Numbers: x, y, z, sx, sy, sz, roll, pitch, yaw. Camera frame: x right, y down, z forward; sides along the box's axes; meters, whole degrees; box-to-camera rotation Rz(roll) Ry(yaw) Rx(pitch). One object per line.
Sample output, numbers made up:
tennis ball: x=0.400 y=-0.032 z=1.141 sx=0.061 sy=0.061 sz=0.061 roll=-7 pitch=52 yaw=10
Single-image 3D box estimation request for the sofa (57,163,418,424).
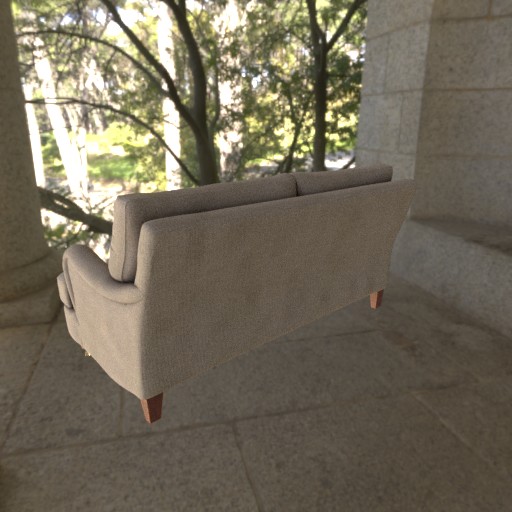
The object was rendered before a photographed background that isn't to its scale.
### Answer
sofa: x=0.000 y=0.000 z=2.848 sx=2.193 sy=1.096 sz=1.069 roll=-15 pitch=22 yaw=-42
